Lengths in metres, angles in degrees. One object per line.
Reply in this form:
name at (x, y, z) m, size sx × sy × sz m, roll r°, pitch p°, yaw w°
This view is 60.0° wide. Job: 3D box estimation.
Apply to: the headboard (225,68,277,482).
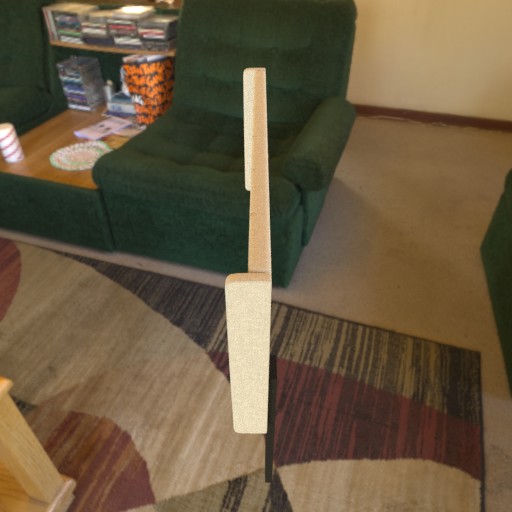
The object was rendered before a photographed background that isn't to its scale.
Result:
headboard at (0.000, 0.000, 2.633) m, size 0.184 × 1.524 × 2.051 m, roll 0°, pitch 40°, yaw 0°
